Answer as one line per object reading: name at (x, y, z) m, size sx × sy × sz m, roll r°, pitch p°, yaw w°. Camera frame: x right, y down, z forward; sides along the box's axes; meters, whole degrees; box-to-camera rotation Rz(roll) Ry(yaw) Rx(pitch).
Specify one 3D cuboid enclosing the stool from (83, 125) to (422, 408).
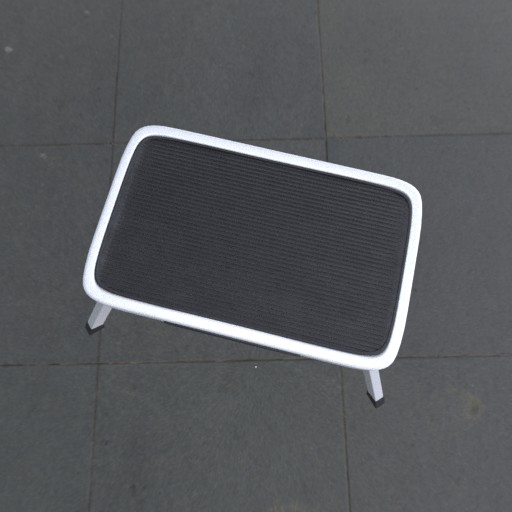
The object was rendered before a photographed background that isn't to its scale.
stool at (0.000, 0.000, 0.615) m, size 0.460 × 0.170 × 0.320 m, roll 13°, pitch 76°, yaw 3°
